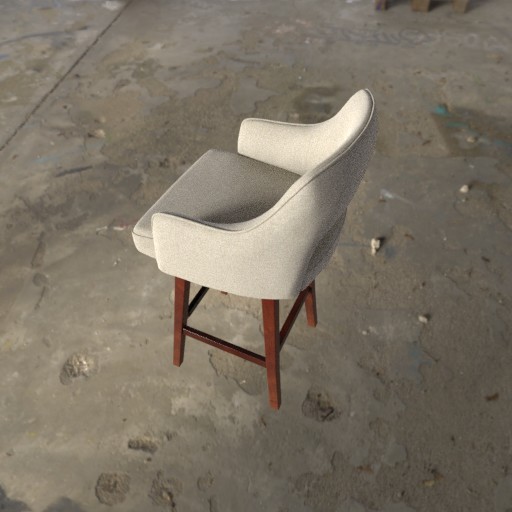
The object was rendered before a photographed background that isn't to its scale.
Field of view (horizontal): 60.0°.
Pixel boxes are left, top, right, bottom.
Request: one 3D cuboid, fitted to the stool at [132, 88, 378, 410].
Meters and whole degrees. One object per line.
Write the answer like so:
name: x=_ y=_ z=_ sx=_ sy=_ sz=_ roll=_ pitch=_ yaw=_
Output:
stool: x=0.000 y=0.000 z=1.404 sx=0.560 sy=1.041 sz=0.550 roll=18 pitch=49 yaw=17
